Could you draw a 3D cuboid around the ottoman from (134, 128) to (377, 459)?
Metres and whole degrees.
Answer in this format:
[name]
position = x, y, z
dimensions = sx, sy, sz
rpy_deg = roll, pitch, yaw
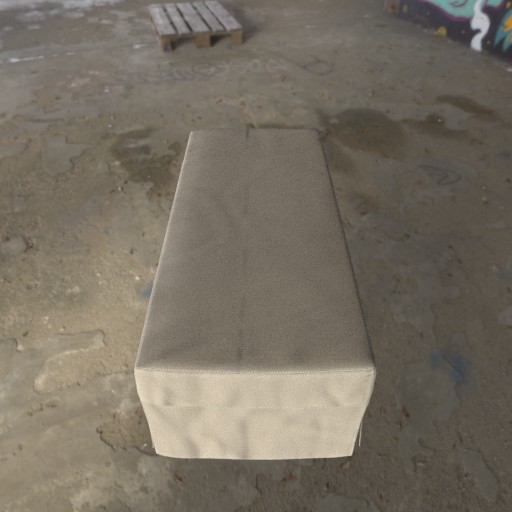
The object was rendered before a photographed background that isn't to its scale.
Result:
[ottoman]
position = 0.000, 0.000, 1.738
dimensions = 0.665, 0.457, 1.388
rpy_deg = 0, 41, 0
